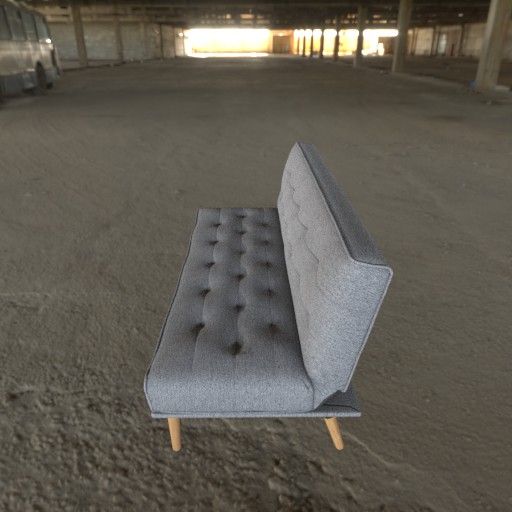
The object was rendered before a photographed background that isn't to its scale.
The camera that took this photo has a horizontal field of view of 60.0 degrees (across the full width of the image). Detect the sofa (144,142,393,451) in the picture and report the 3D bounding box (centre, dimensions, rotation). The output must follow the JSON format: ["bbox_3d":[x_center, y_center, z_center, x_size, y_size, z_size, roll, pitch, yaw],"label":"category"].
[{"bbox_3d":[0.000,0.000,2.302,0.810,0.830,1.820,0,26,0],"label":"sofa"}]
